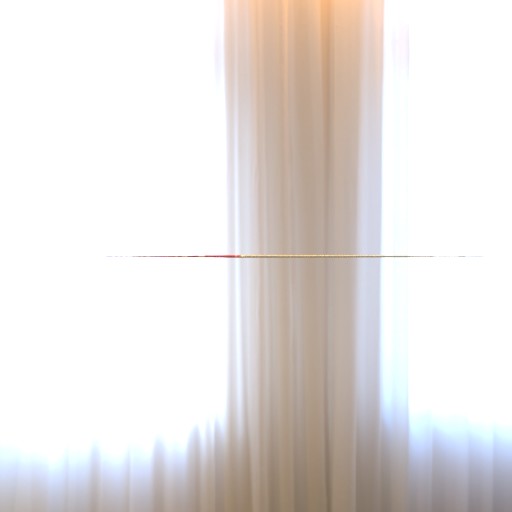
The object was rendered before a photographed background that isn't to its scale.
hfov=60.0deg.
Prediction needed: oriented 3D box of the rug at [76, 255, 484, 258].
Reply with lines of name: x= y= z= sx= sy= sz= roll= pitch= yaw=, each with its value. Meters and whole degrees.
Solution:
rug: x=0.000 y=0.000 z=4.151 sx=2.441 sy=0.016 sz=3.095 roll=0 pitch=0 yaw=-37
